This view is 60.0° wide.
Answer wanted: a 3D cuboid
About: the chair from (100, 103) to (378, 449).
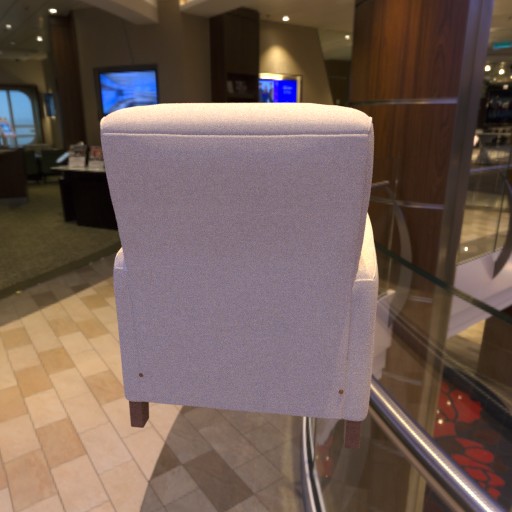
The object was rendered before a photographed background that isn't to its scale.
[{"bbox_3d":[0.000,0.000,1.601,0.841,1.023,0.858,2,17,8],"label":"chair"}]
